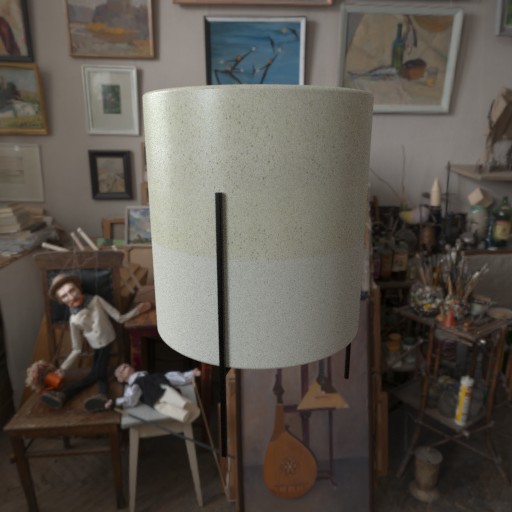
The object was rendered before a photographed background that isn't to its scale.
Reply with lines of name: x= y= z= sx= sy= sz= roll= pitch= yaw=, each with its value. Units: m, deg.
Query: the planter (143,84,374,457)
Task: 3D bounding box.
planter: x=0.000 y=0.000 z=0.706 sx=0.324 sy=0.483 sz=0.333 roll=-15 pitch=21 yaw=-42
